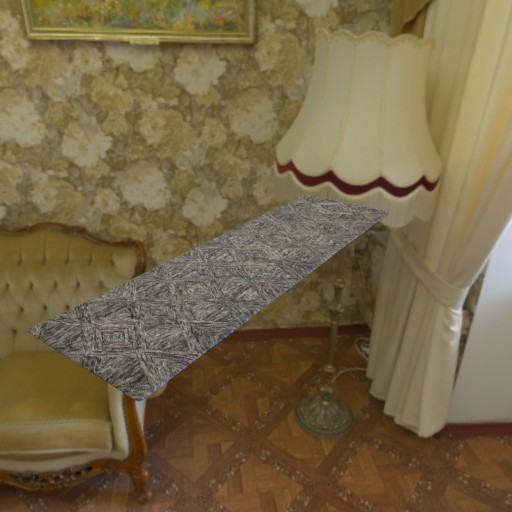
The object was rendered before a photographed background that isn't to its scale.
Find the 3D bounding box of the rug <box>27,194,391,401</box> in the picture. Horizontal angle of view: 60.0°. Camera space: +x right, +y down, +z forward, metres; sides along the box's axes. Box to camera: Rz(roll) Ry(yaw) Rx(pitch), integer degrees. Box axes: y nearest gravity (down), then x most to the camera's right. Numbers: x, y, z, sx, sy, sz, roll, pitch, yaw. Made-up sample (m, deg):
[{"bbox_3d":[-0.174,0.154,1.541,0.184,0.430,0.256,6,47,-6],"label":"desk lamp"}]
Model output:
[{"bbox_3d":[0.000,0.000,2.506,0.719,0.013,2.305,17,30,32],"label":"rug"}]
